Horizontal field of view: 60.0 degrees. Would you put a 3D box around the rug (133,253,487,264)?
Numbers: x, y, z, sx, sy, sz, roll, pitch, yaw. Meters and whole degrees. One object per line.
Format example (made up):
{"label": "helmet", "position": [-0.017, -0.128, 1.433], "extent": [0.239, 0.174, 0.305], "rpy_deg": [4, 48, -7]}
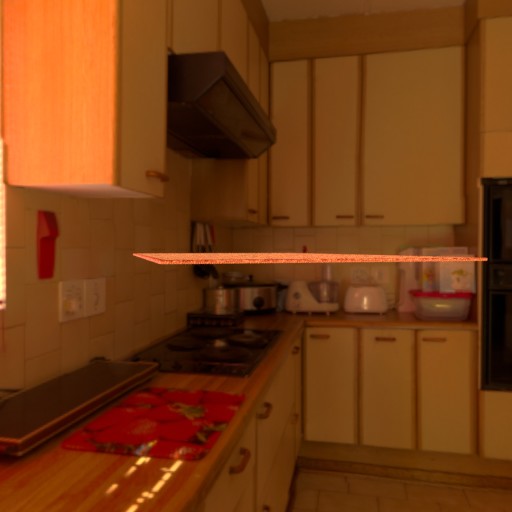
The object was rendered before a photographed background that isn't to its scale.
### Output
{"label": "rug", "position": [0.000, 0.000, 3.022], "extent": [1.524, 0.015, 2.438], "rpy_deg": [0, 1, -18]}
